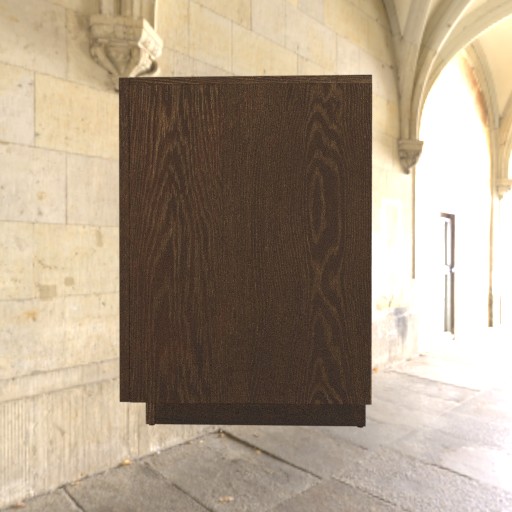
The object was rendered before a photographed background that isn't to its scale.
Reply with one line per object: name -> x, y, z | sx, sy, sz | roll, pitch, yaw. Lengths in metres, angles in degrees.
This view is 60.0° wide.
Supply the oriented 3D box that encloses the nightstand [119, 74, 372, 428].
nightstand -> 0.000, 0.000, 1.134 | 0.457, 0.612, 0.775 | 0, 0, 2
